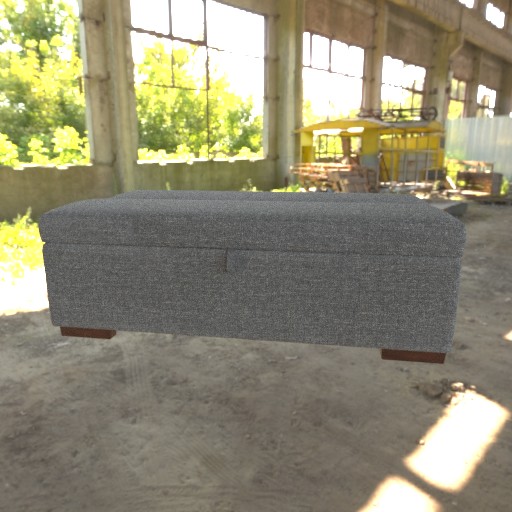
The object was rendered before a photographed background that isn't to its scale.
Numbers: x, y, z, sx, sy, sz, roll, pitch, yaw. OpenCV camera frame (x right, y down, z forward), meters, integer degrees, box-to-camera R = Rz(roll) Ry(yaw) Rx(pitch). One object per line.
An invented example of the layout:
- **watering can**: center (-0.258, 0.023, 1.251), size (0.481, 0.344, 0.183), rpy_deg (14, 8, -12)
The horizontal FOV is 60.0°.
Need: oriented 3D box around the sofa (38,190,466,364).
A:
- **sofa**: center (0.000, 0.000, 1.601), size (1.198, 0.417, 0.782), rpy_deg (2, 13, 9)
